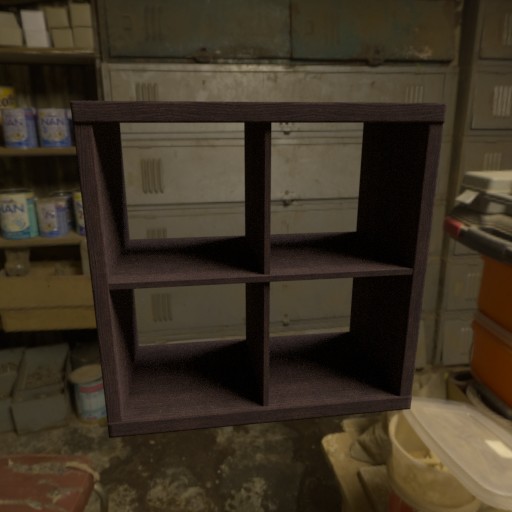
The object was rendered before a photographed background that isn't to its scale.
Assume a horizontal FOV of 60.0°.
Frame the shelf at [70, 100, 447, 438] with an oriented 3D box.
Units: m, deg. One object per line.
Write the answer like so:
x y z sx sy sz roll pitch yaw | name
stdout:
0.000 0.000 1.218 0.790 0.786 0.390 -2 17 -8 | shelf
